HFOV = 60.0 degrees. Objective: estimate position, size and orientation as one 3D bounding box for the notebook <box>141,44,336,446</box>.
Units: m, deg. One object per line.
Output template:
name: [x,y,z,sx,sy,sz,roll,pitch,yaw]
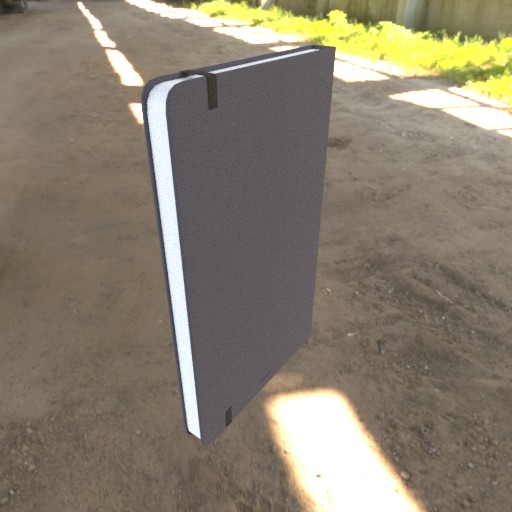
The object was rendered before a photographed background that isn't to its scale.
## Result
notebook: [0.000,0.000,0.260,0.016,0.213,0.127,22,38,30]
